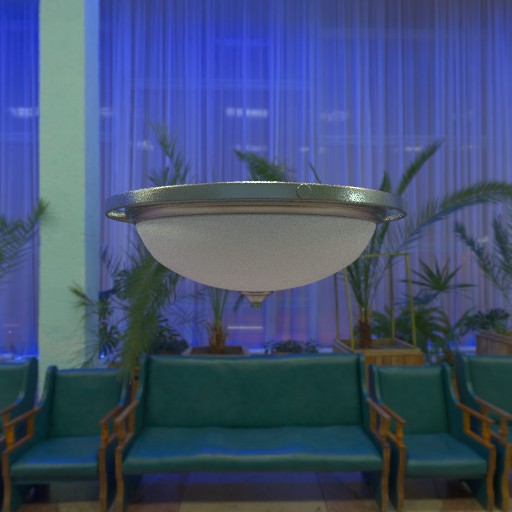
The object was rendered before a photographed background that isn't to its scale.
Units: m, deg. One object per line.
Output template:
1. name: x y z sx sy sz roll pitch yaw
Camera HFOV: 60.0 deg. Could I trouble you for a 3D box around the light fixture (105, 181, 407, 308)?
1. light fixture: 0.000 0.000 0.557 0.361 0.130 0.361 0 -1 0
